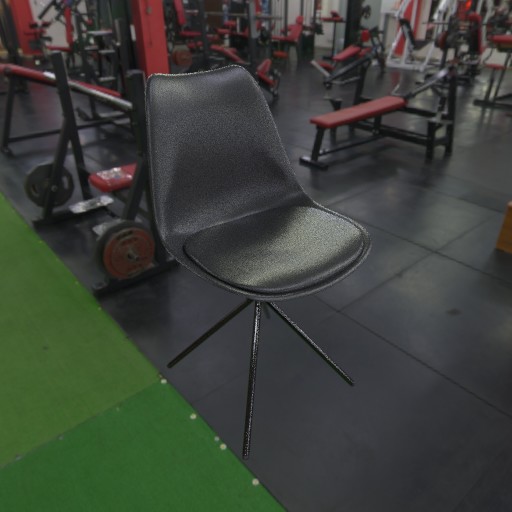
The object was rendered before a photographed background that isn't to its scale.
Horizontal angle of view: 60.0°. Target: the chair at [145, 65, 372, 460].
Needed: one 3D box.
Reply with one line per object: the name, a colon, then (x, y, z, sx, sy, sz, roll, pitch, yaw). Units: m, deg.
chair: (0.000, 0.000, 1.152, 0.461, 0.850, 0.525, -22, 37, -32)
